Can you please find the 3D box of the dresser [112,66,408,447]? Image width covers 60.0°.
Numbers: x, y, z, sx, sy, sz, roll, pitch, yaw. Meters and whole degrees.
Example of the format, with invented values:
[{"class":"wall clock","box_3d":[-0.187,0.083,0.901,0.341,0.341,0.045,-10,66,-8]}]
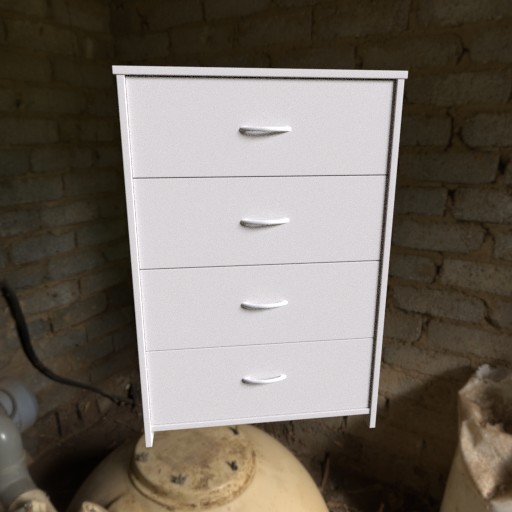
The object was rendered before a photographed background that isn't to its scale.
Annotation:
[{"class":"dresser","box_3d":[0.000,0.000,1.359,0.704,1.021,0.401,-2,16,-7]}]
